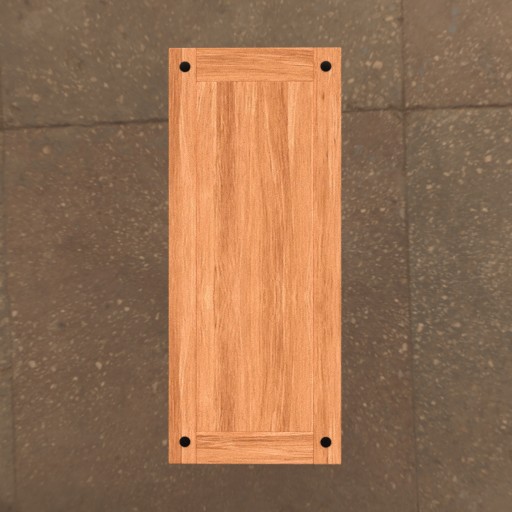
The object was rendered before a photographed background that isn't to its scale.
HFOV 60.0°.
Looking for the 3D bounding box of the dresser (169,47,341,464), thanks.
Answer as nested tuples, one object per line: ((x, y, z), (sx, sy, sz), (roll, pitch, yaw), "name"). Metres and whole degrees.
((0.000, 0.000, 1.419), (0.410, 0.740, 0.990), (0, 90, 0), "dresser")
